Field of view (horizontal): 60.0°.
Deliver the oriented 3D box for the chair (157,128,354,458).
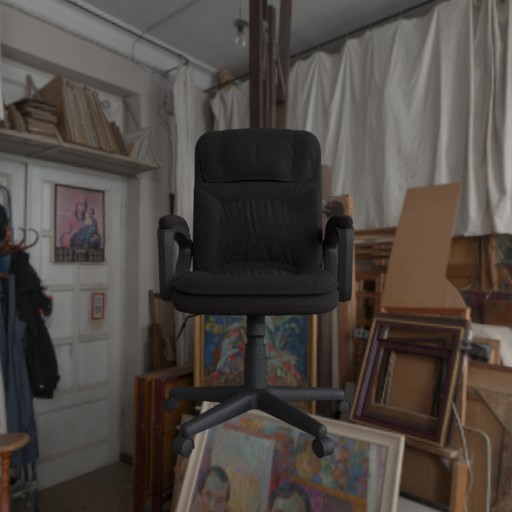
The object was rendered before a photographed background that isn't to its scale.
[{"bbox_3d":[0.000,0.000,1.546,0.667,1.105,0.724,0,-2,1],"label":"chair"}]
